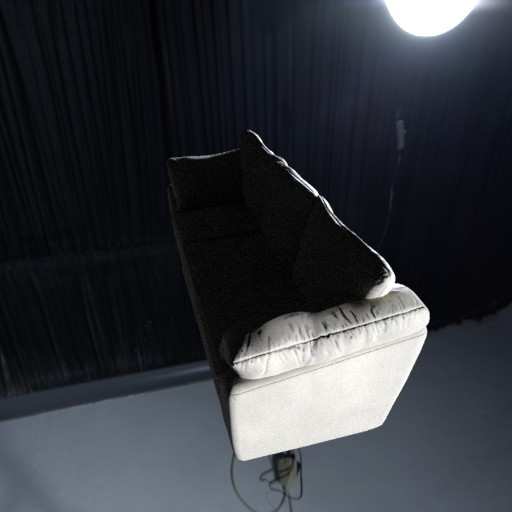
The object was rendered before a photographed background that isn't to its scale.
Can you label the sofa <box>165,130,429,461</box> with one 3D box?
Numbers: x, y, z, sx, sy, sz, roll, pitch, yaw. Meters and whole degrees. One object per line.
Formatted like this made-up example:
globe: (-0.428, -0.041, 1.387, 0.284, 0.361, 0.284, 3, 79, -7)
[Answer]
sofa: (0.000, 0.000, 2.759, 0.878, 0.996, 2.334, -8, 32, -13)
